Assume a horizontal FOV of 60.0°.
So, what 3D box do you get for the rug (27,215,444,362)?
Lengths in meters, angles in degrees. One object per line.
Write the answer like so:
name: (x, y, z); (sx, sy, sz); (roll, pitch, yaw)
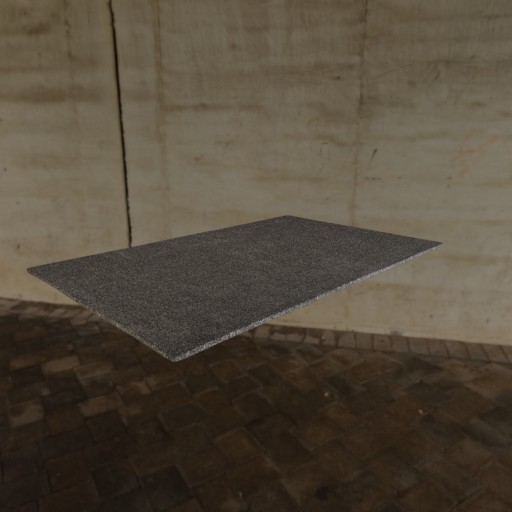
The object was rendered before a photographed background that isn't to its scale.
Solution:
rug: (0.000, 0.000, 2.908); (1.502, 0.025, 2.350); (16, 22, 43)
